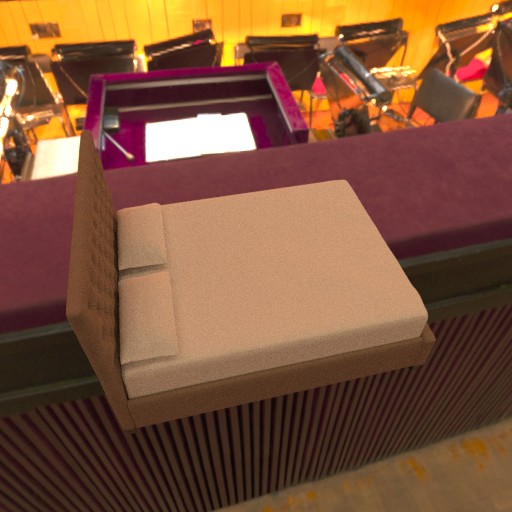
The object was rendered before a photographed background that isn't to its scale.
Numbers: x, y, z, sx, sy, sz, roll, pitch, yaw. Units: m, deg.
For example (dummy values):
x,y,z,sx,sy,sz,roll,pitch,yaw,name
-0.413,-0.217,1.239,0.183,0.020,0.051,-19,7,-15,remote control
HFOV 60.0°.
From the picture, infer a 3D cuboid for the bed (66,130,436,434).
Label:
x,y,z,sx,sy,sz,roll,pitch,yaw,name
0.000,0.000,3.298,2.233,1.426,1.696,-9,47,-9,bed
